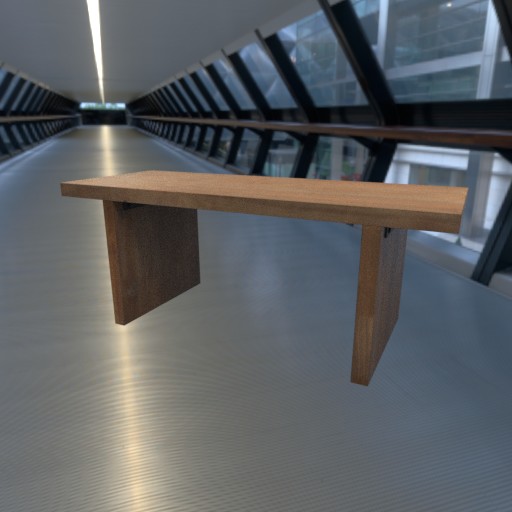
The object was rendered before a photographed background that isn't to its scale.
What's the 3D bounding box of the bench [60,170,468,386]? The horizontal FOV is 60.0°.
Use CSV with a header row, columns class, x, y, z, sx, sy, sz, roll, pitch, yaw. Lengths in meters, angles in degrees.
class,x,y,z,sx,sy,sz,roll,pitch,yaw
bench,0.000,0.000,1.438,1.183,0.458,0.458,8,18,25
